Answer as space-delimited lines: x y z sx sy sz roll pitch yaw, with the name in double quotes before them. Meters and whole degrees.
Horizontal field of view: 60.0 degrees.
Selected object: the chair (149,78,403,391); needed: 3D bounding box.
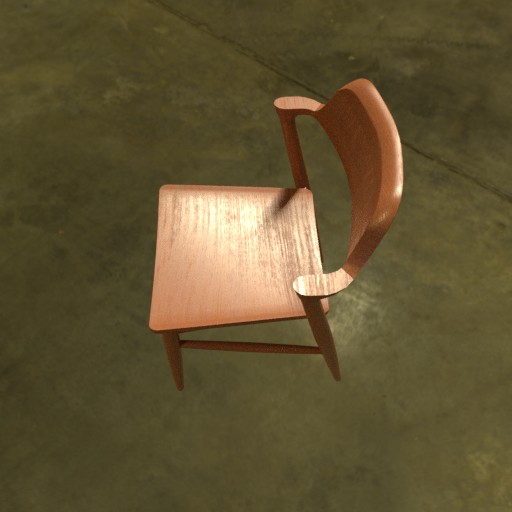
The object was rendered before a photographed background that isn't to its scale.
"chair" 0.000 0.000 1.107 0.499 0.801 0.496 -3 59 -1
